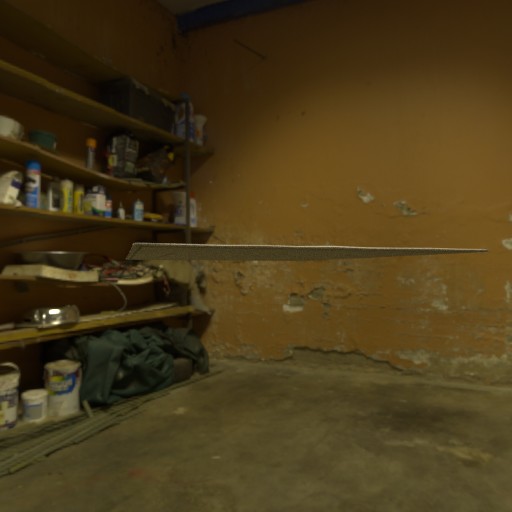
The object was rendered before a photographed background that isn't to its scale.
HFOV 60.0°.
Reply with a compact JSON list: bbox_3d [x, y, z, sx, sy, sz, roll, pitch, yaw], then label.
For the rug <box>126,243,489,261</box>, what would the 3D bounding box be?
[{"bbox_3d":[0.000,0.000,4.385,2.436,0.026,3.381,1,-2,-17],"label":"rug"}]
